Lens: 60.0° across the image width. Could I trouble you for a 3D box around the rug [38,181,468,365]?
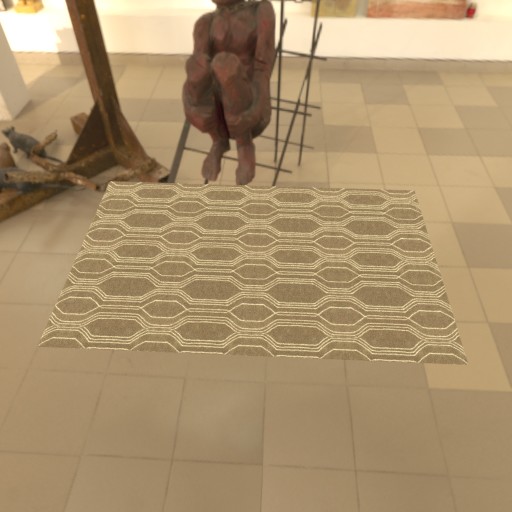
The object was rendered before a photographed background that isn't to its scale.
[{"bbox_3d":[0.000,0.000,3.046,2.457,0.012,1.541,2,47,2],"label":"rug"}]
